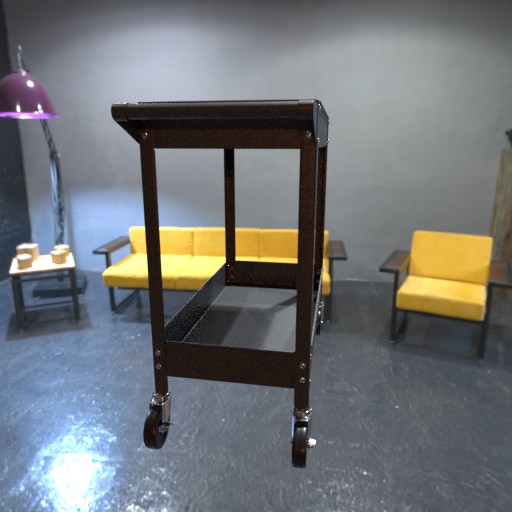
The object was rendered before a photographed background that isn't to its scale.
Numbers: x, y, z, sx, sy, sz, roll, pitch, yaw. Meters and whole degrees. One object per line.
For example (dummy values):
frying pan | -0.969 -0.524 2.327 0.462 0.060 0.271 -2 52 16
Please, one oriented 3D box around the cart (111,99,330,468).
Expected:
cart | 0.000 0.000 1.153 0.366 0.719 0.779 3 15 10
